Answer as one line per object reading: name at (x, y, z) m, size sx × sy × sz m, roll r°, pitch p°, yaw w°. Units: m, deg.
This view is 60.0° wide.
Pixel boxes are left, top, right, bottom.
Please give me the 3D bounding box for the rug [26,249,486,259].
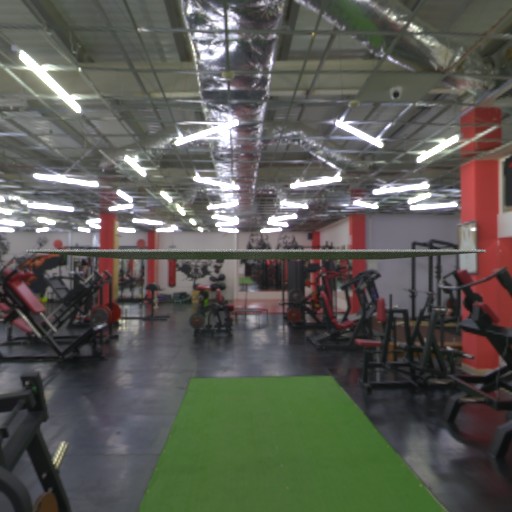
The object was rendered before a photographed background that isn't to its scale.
rug at (0.000, 0.000, 4.212) m, size 3.123 × 0.017 × 2.447 m, roll 0°, pitch -2°, yaw 0°
